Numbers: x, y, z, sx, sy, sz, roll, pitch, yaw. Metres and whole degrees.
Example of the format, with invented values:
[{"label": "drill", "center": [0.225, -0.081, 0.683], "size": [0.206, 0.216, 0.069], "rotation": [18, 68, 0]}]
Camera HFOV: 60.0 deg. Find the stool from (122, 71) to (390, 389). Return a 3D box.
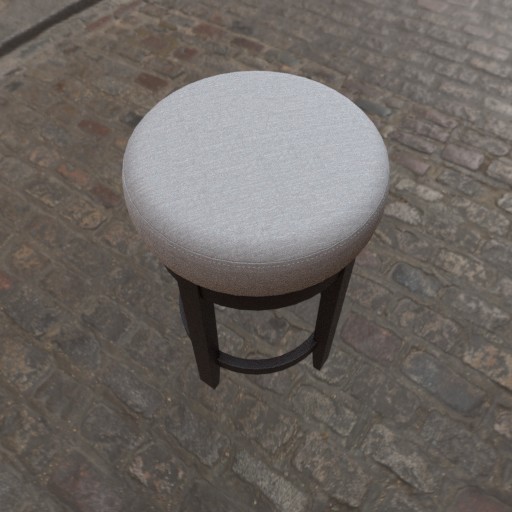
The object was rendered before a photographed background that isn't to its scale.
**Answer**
[{"label": "stool", "center": [0.000, 0.000, 0.972], "size": [0.443, 0.672, 0.443], "rotation": [0, 57, 0]}]
